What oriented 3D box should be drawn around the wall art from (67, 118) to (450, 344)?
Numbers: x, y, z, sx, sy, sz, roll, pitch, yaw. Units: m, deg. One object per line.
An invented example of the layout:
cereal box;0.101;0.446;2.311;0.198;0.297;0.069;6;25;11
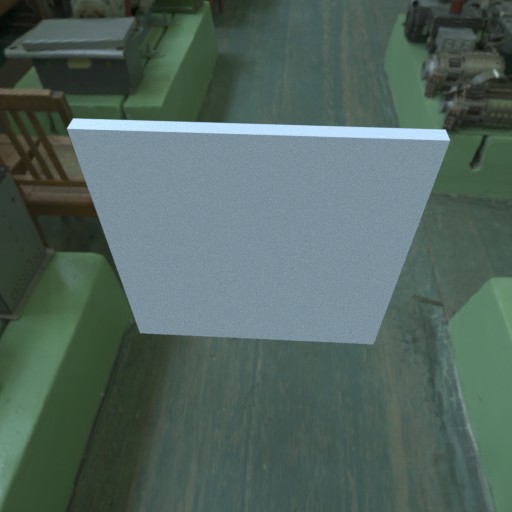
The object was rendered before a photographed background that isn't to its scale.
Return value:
wall art;0.000;0.000;0.862;0.559;0.559;0.028;2;48;2
